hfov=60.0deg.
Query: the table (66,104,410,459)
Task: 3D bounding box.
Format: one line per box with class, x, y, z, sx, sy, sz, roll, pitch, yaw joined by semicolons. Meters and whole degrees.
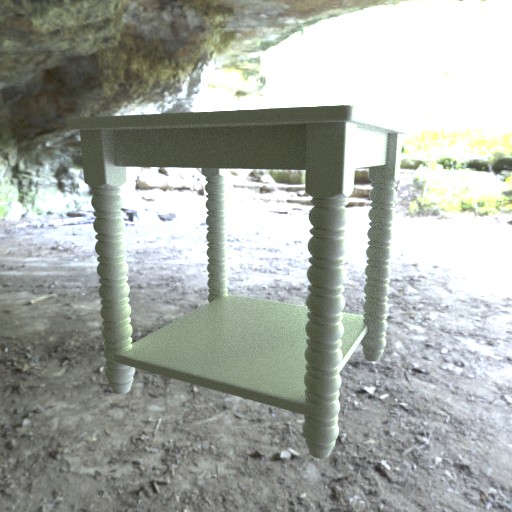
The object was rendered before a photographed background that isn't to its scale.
table;0.000;0.000;0.969;0.533;0.563;0.500;7;15;26
